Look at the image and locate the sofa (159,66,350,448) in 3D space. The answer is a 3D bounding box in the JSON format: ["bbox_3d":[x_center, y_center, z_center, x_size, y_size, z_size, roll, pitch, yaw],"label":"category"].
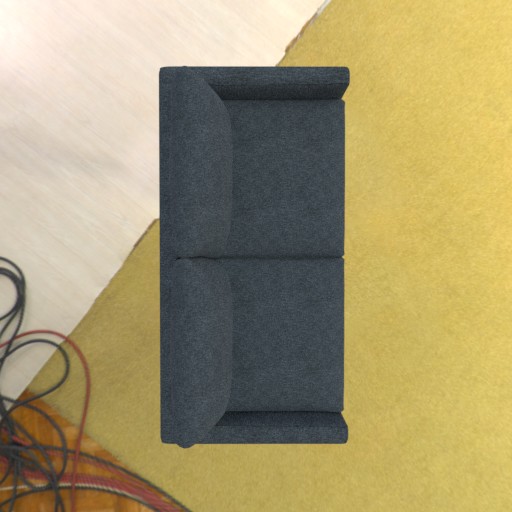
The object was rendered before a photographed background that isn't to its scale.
[{"bbox_3d":[0.000,0.000,2.165,0.866,0.862,1.716,0,91,0],"label":"sofa"}]
